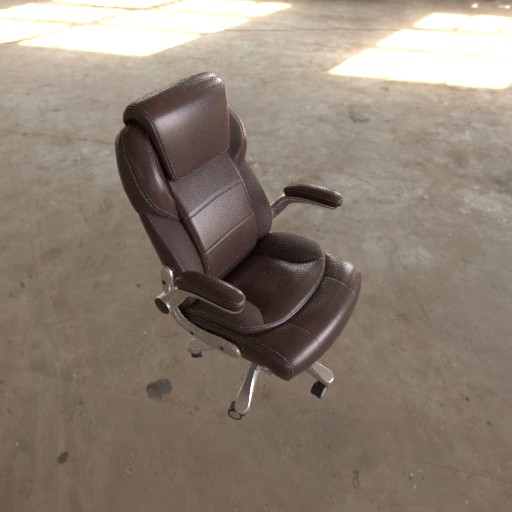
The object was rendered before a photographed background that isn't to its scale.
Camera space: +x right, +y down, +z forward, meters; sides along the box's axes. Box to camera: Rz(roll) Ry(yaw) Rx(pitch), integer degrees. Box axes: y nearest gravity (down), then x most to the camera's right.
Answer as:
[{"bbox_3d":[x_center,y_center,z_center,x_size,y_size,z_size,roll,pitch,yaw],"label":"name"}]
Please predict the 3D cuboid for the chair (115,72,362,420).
[{"bbox_3d":[0.000,0.000,1.679,0.774,1.160,0.733,24,46,25],"label":"chair"}]
